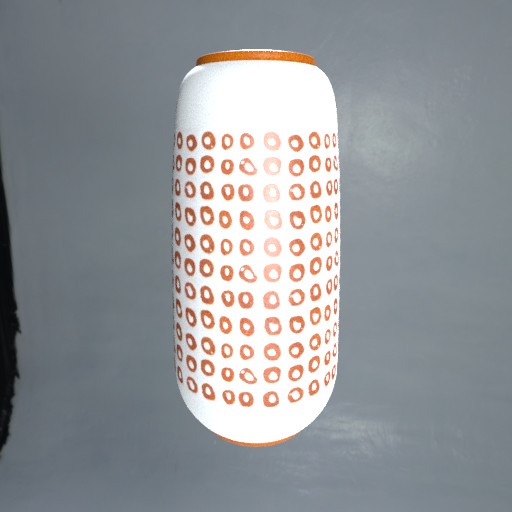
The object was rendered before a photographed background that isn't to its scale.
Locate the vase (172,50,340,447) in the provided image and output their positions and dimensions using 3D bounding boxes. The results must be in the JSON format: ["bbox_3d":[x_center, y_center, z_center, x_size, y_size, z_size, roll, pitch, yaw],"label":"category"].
[{"bbox_3d":[0.000,0.000,0.345,0.133,0.282,0.133,0,16,0],"label":"vase"}]
